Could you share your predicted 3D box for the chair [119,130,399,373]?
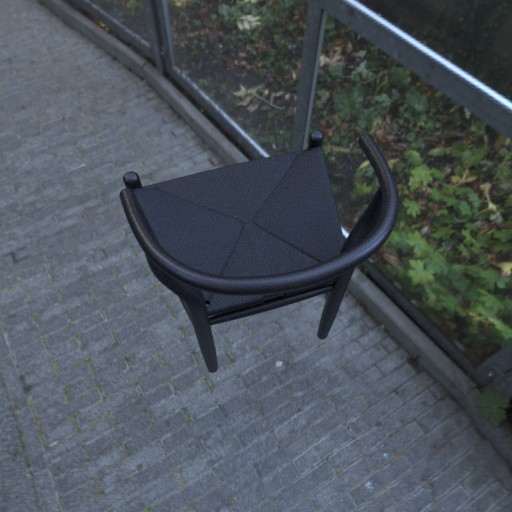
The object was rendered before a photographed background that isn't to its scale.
[{"bbox_3d":[0.000,0.000,1.167,0.569,0.730,0.579,-15,59,-9],"label":"chair"}]
